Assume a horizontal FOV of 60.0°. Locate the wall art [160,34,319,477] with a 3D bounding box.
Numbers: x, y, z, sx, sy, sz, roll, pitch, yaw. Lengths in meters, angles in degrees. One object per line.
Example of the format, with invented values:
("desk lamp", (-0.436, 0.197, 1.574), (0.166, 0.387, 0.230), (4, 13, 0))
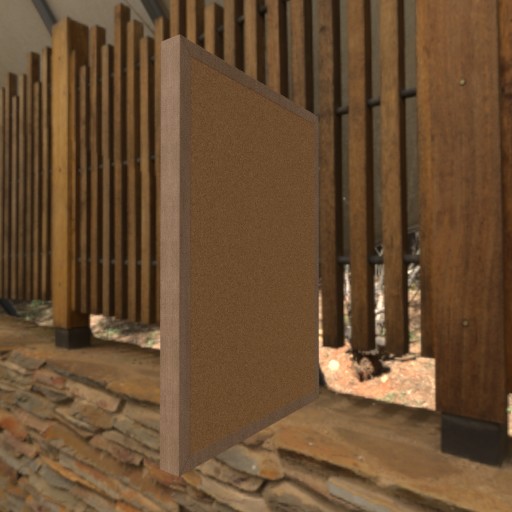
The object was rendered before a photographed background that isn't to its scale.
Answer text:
("wall art", (0.000, 0.000, 0.664), (0.031, 0.509, 0.356), (-1, -1, 35))
